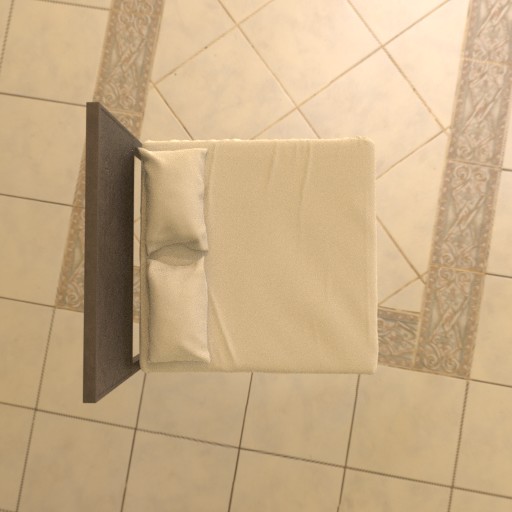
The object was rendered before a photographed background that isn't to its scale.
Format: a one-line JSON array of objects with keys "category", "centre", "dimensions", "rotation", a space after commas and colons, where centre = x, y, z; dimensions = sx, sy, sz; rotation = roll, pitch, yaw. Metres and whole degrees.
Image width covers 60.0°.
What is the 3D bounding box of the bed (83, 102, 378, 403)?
[{"category": "bed", "centre": [0.000, 0.000, 2.893], "dimensions": [1.785, 1.142, 1.772], "rotation": [0, 88, 2]}]
